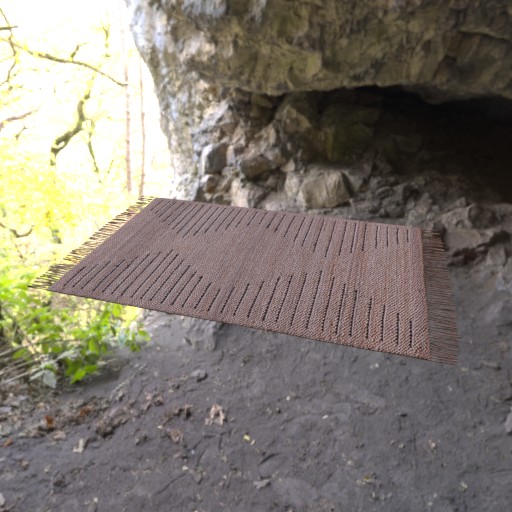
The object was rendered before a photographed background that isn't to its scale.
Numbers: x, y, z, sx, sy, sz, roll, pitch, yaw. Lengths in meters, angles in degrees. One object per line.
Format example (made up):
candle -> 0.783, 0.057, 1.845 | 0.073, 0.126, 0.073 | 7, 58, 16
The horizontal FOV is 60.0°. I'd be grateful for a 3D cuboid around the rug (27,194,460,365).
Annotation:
rug -> 0.000, 0.000, 2.507 | 2.085, 0.027, 1.224 | 8, 32, 14
